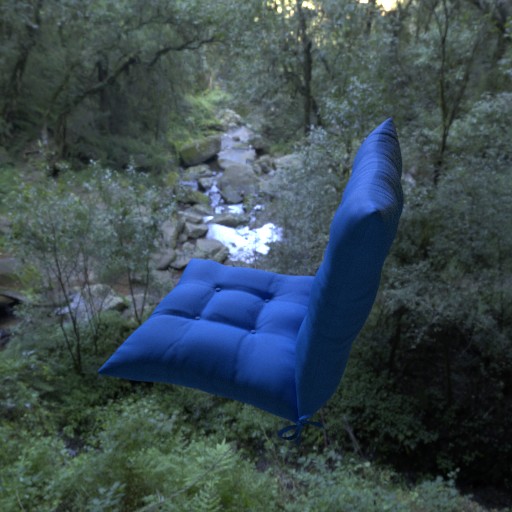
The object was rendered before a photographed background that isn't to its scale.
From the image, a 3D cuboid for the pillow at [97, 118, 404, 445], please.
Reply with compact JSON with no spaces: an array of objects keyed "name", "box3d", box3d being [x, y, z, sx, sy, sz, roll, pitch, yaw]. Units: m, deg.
[{"name":"pillow","box3d":[0.000,0.000,1.002,0.585,0.536,0.541,9,33,15]}]
